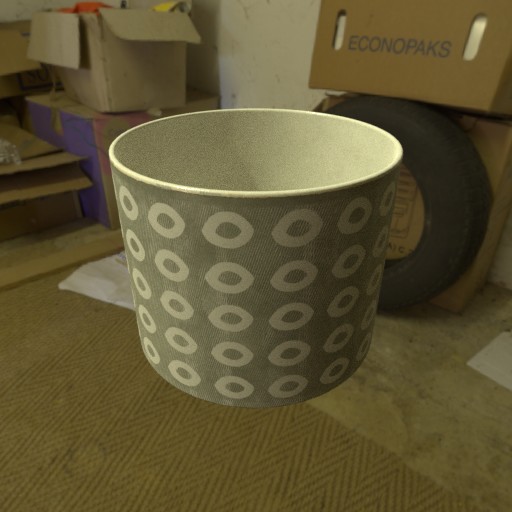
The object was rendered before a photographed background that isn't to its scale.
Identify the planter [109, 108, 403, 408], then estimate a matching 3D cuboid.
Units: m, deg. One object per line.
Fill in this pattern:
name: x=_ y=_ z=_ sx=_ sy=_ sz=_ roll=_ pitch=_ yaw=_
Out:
planter: x=0.000 y=0.000 z=0.342 sx=0.190 sy=0.181 sz=0.190 roll=0 pitch=30 yaw=0
